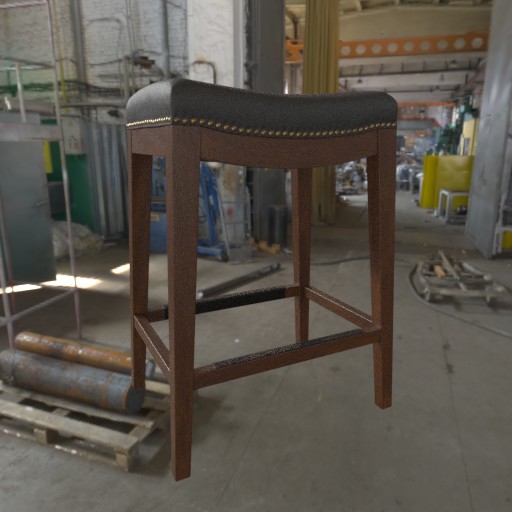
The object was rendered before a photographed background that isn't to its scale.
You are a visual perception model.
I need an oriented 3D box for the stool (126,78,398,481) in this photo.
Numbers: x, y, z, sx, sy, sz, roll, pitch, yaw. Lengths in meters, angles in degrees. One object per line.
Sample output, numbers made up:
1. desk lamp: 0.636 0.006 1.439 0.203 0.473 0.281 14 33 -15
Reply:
1. stool: 0.000 0.000 0.936 0.490 0.664 0.353 -7 16 -26
